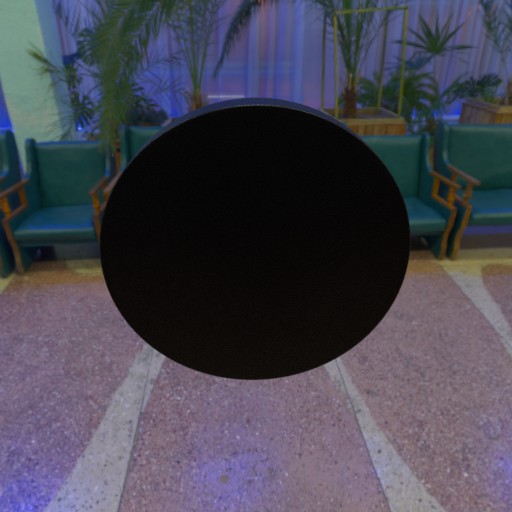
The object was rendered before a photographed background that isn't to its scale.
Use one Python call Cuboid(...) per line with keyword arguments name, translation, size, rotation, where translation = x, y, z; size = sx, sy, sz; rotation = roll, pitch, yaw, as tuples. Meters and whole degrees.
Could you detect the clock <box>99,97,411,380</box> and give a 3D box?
Cuboid(name="clock", translation=(0.000, 0.000, 0.468), size=(0.314, 0.314, 0.040), rotation=(-1, 28, -2))
